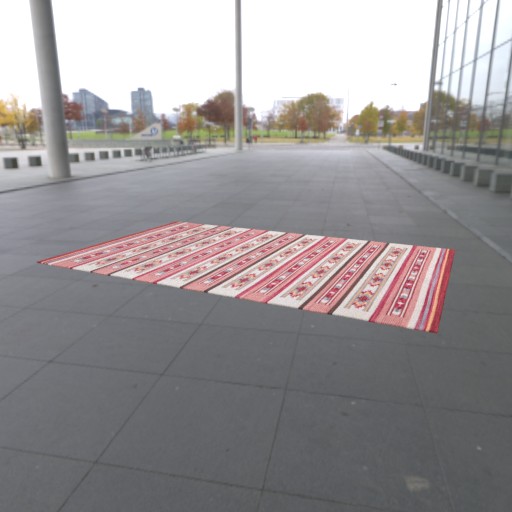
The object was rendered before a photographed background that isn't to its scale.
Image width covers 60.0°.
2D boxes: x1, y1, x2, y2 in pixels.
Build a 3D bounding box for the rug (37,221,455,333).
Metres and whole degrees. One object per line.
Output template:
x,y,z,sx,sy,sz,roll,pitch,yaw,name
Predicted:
0.000,0.000,3.027,2.431,0.010,1.535,7,17,25,rug
